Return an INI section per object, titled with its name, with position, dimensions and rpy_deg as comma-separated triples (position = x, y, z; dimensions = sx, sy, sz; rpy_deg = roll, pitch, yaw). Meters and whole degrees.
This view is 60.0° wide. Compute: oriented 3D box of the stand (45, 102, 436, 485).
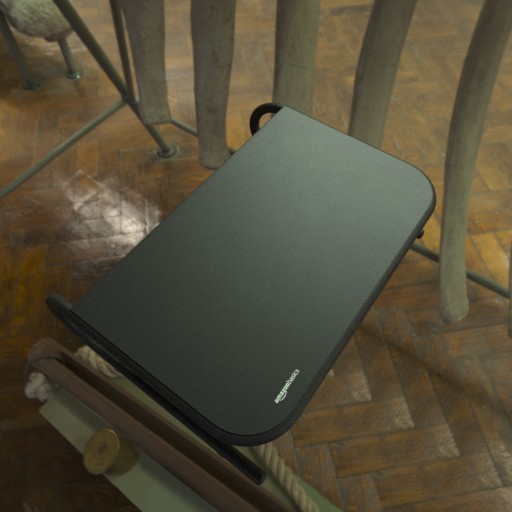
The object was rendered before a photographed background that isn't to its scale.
[stand]
position = 0.000, 0.000, 0.507
dimensions = 0.280, 0.108, 0.370
rpy_deg = 32, 63, 19
